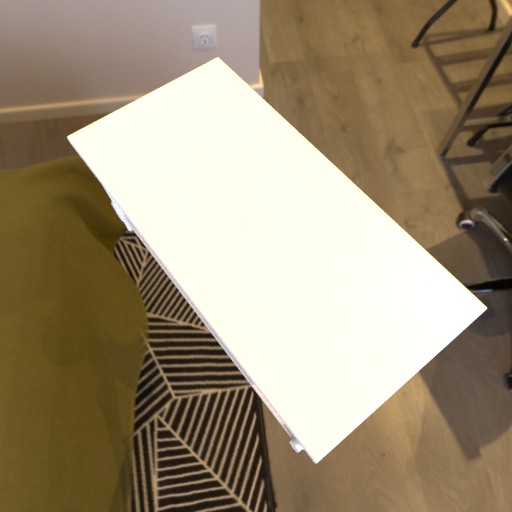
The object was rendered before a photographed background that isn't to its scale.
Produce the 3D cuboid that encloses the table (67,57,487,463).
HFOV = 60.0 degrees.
[{"bbox_3d":[0.000,0.000,1.411,0.550,0.510,1.107,-35,68,-16],"label":"table"}]
